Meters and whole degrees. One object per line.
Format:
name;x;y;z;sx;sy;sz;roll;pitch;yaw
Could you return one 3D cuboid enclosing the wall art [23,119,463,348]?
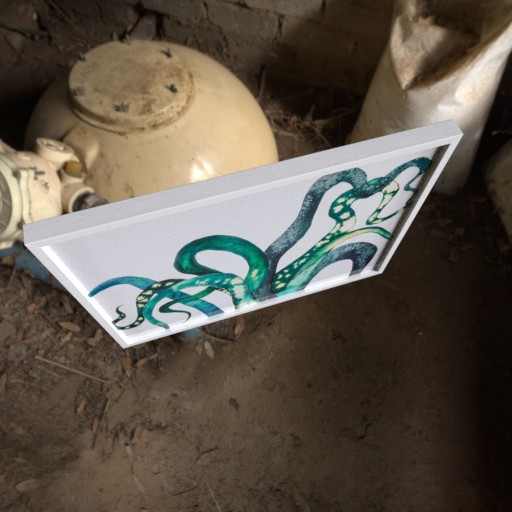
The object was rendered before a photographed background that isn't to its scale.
wall art;0.000;0.000;1.368;1.041;0.787;0.053;-15;63;-8
